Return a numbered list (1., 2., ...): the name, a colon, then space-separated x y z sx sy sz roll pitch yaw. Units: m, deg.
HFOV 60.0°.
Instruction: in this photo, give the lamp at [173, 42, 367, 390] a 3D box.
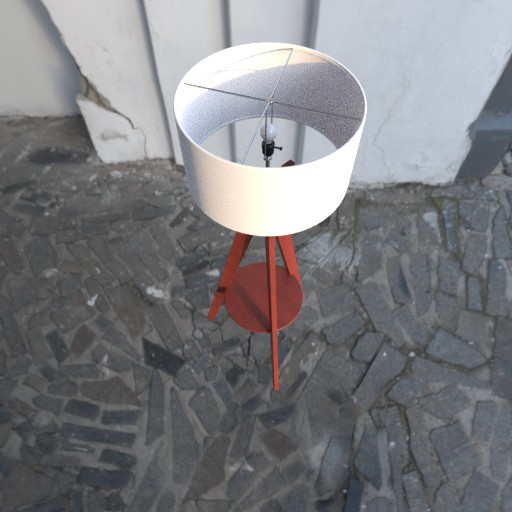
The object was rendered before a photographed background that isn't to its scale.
1. lamp: 0.000 0.000 1.713 0.542 1.472 0.539 15 59 9
